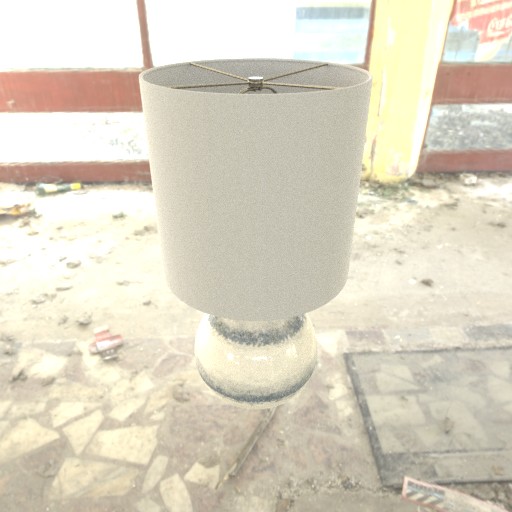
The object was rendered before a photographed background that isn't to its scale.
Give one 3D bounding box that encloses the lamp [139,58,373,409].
[{"bbox_3d":[0.000,0.000,0.522,0.216,0.404,0.216,9,32,15],"label":"lamp"}]
